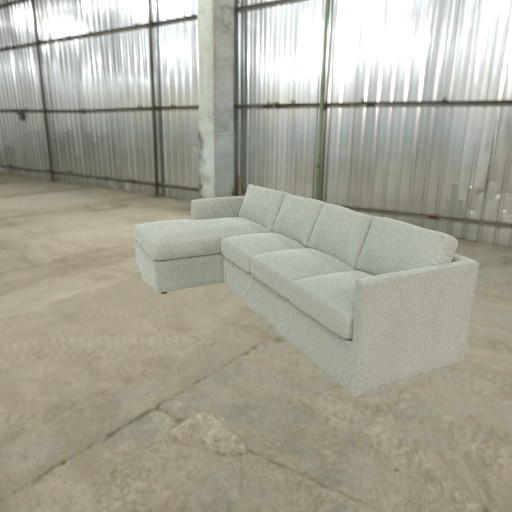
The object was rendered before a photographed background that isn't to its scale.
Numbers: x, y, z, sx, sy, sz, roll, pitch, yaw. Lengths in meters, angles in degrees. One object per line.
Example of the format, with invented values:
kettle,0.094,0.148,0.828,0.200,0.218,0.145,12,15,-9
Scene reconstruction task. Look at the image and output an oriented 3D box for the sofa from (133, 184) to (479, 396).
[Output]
sofa,0.000,0.000,3.930,1.650,0.922,3.205,-8,18,-24
